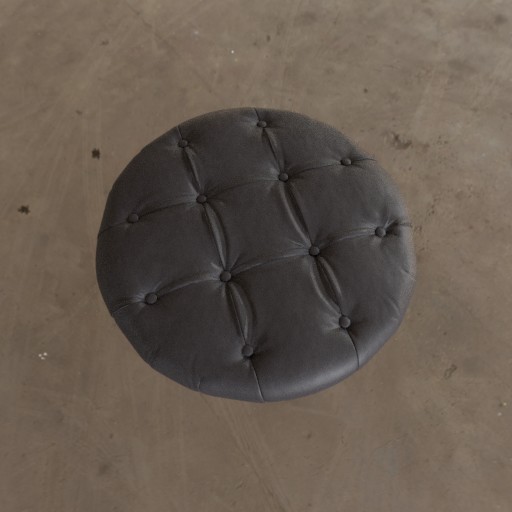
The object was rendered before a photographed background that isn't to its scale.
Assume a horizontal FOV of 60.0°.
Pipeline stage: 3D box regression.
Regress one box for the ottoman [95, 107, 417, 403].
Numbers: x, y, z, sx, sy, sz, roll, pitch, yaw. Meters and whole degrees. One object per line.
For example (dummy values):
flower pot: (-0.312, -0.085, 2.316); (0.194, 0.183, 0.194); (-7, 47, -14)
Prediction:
ottoman: (0.000, 0.000, 1.363); (0.901, 0.439, 0.901); (0, 64, 0)
